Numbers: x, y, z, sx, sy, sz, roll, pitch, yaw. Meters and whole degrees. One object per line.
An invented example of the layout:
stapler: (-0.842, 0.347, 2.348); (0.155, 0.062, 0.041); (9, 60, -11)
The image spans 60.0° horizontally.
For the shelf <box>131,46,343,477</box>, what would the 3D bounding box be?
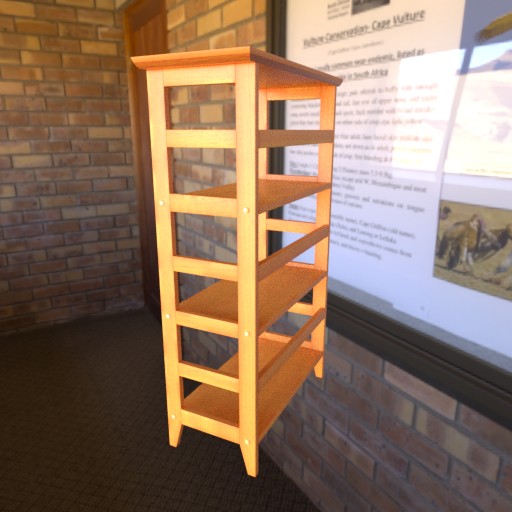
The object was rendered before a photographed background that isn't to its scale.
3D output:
shelf: (0.000, 0.000, 1.370); (0.305, 1.067, 0.660); (8, 18, 26)
